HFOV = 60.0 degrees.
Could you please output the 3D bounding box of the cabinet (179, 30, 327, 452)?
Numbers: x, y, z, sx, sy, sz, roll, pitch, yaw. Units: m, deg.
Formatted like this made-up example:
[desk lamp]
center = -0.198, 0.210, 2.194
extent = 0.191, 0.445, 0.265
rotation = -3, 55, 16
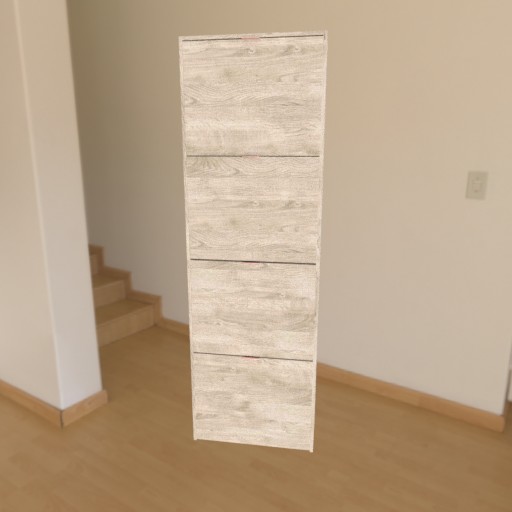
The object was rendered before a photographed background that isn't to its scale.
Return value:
[cabinet]
center = 0.000, 0.000, 1.823
extent = 0.520, 1.630, 0.250
rotation = 2, 14, 9
